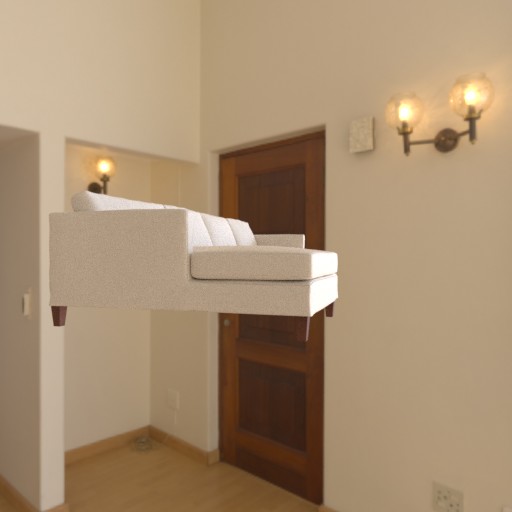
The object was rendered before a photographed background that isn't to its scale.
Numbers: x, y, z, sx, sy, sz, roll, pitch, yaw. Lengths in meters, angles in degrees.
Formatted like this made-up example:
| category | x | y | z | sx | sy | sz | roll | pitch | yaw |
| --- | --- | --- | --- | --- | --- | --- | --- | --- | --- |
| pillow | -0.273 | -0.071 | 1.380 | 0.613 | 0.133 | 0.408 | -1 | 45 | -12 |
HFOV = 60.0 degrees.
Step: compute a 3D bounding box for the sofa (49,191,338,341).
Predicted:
| category | x | y | z | sx | sy | sz | roll | pitch | yaw |
| --- | --- | --- | --- | --- | --- | --- | --- | --- | --- |
| sofa | 0.000 | 0.000 | 3.924 | 1.625 | 0.846 | 3.186 | 0 | 0 | 18 |
